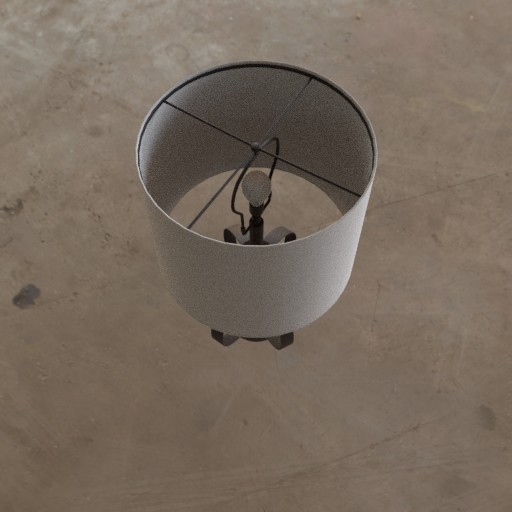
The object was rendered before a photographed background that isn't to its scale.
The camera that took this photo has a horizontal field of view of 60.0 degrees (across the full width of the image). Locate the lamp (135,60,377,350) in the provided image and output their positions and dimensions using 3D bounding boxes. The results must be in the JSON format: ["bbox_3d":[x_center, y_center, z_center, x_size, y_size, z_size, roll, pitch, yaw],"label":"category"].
[{"bbox_3d":[0.000,0.000,0.687,0.286,0.510,0.286,0,62,0],"label":"lamp"}]
